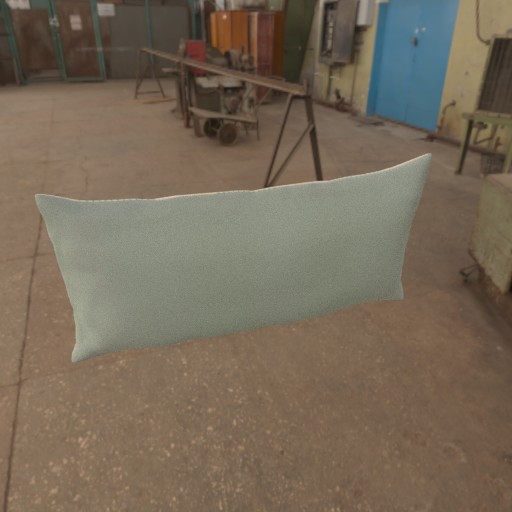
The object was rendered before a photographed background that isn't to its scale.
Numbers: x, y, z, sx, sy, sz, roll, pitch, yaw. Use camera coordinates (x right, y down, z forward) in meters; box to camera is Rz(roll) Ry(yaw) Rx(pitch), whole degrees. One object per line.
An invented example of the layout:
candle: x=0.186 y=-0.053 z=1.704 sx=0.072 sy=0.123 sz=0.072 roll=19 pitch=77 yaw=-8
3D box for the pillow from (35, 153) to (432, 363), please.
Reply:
pillow: x=0.000 y=0.000 z=0.718 sx=0.610 sy=0.287 sz=0.151 roll=-9 pitch=29 yaw=-16
